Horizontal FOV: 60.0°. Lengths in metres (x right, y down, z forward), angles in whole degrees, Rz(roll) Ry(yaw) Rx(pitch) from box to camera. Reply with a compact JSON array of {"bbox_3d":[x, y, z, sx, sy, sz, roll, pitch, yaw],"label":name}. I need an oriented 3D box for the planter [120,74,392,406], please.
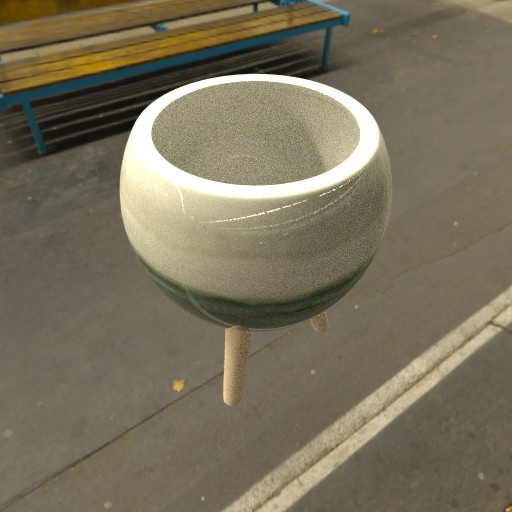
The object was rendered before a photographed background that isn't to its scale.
[{"bbox_3d":[0.000,0.000,0.427,0.222,0.278,0.222,0,45,0],"label":"planter"}]
